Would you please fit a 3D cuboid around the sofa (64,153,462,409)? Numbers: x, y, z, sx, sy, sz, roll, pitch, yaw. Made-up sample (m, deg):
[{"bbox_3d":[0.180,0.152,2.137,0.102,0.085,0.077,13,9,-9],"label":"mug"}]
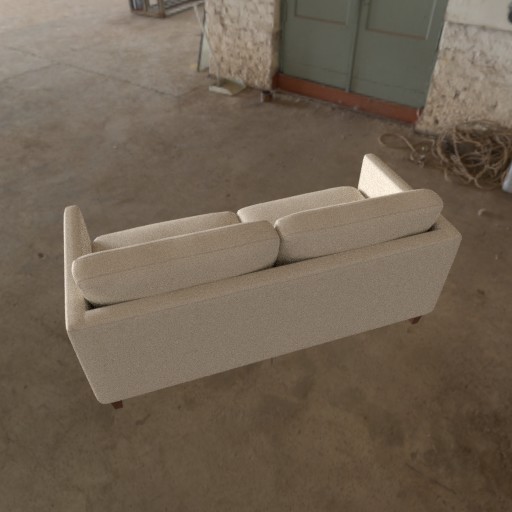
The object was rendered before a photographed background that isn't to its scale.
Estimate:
[{"bbox_3d":[0.000,0.000,2.554,1.981,0.889,0.965,-13,43,-14],"label":"sofa"}]
